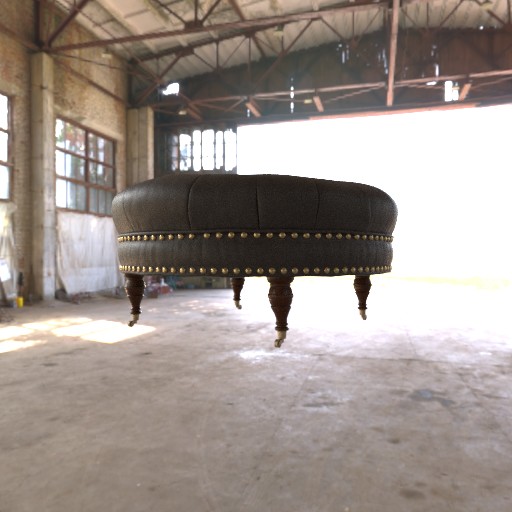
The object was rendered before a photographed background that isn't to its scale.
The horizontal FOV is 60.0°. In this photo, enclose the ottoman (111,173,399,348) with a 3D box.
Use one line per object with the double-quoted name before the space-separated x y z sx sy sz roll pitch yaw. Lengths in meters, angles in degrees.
"ottoman" 0.000 0.000 1.441 0.901 0.439 0.901 0 0 0
